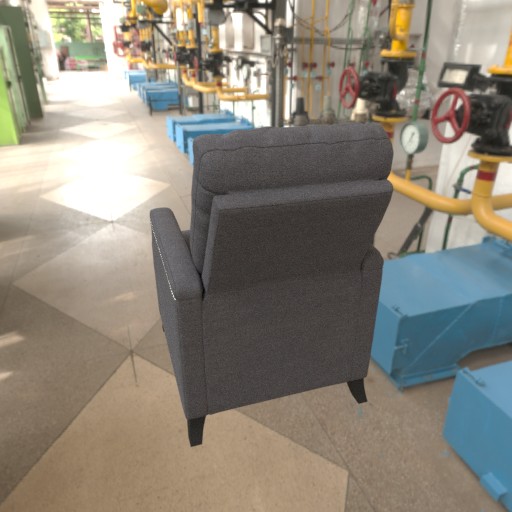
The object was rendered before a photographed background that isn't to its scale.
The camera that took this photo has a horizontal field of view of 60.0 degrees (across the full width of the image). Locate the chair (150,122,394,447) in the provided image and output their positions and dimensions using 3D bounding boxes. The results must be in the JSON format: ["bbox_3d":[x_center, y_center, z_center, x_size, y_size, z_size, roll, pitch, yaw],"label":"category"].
[{"bbox_3d":[0.000,0.000,1.673,0.710,1.049,0.922,-8,27,-16],"label":"chair"}]
